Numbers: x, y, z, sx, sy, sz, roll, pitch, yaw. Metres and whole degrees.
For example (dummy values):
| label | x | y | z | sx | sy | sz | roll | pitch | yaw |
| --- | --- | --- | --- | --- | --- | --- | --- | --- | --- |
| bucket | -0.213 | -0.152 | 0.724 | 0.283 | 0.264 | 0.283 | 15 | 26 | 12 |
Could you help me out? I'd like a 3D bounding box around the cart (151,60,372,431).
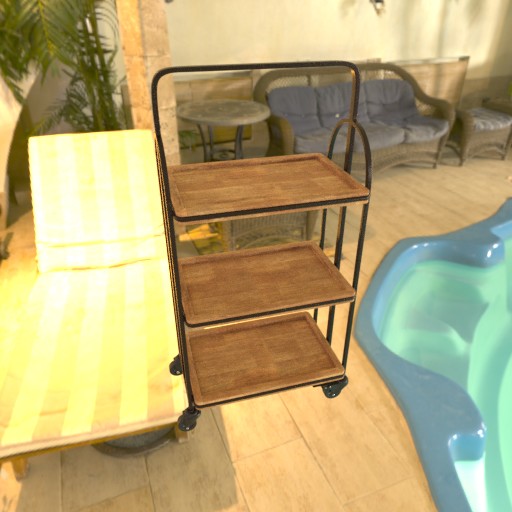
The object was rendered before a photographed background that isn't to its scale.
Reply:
| label | x | y | z | sx | sy | sz | roll | pitch | yaw |
| --- | --- | --- | --- | --- | --- | --- | --- | --- | --- |
| cart | 0.000 | 0.000 | 1.247 | 0.553 | 1.001 | 0.327 | -8 | 32 | -13 |
